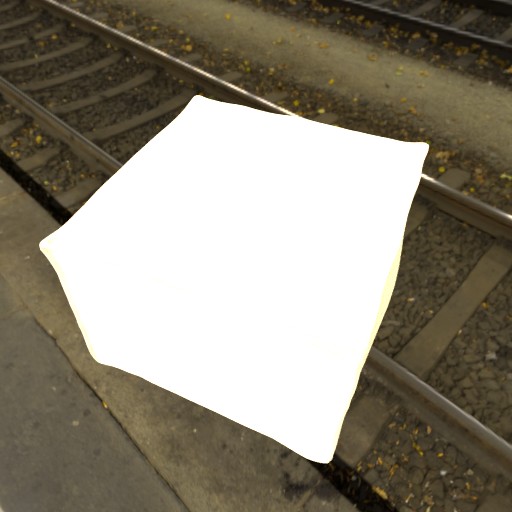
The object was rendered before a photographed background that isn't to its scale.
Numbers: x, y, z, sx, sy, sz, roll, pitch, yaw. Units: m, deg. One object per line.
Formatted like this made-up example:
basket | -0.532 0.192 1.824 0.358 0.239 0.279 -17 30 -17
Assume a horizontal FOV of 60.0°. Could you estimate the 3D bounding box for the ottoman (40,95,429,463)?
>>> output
ottoman | 0.000 0.000 1.149 0.696 0.470 0.707 17 49 16
